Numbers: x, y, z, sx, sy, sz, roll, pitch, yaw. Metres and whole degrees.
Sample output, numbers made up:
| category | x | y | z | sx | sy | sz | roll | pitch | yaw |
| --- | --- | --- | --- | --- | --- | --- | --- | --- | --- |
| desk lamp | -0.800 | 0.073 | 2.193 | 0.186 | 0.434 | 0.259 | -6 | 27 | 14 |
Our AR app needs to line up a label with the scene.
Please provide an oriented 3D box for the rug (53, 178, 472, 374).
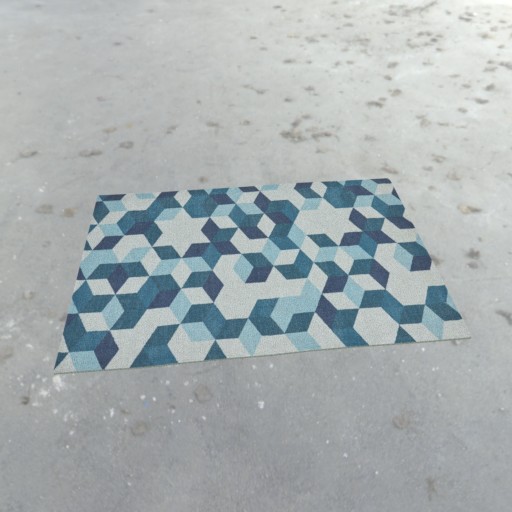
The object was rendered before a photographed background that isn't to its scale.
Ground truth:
| category | x | y | z | sx | sy | sz | roll | pitch | yaw |
| --- | --- | --- | --- | --- | --- | --- | --- | --- | --- |
| rug | 0.000 | 0.000 | 2.349 | 1.829 | 0.014 | 1.235 | -4 | 46 | -4 |
